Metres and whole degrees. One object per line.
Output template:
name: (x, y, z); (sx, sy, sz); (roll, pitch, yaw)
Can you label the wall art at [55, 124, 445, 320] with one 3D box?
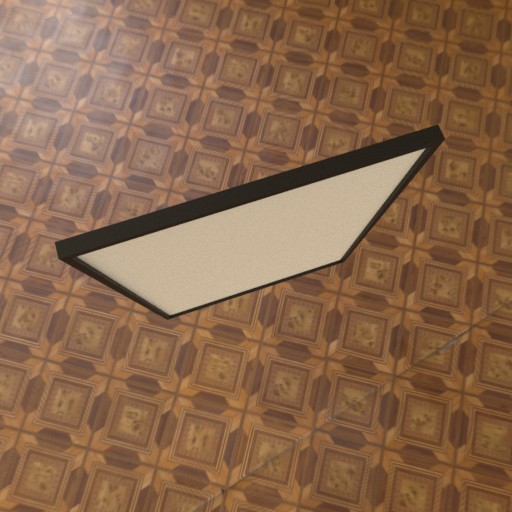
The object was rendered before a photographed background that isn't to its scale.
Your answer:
wall art: (0.000, 0.000, 1.395); (0.802, 1.070, 0.036); (-18, 76, -4)
